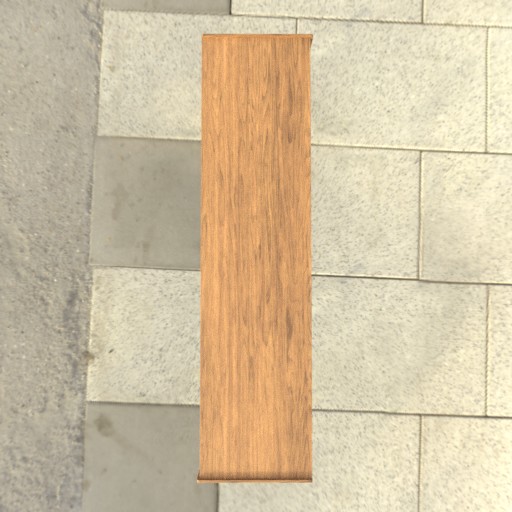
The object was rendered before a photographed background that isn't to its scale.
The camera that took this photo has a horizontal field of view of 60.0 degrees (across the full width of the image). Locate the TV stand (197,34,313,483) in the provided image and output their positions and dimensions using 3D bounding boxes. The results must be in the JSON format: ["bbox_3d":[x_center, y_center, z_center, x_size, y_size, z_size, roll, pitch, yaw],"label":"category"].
[{"bbox_3d":[0.000,0.000,1.979,0.467,0.415,1.796,0,88,0],"label":"TV stand"}]
